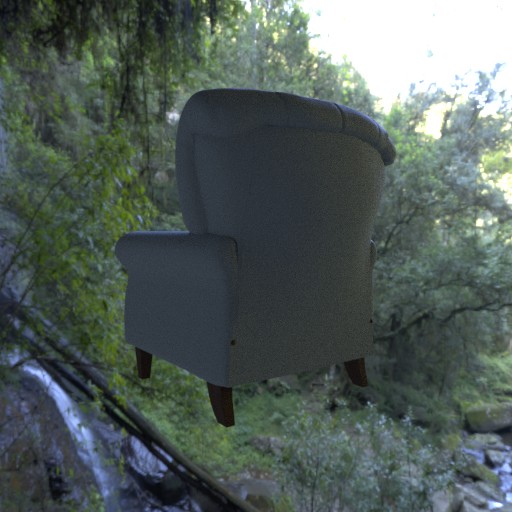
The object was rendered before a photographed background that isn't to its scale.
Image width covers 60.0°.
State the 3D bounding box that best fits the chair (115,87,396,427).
[{"bbox_3d":[0.000,0.000,2.094,1.090,1.217,1.128,-1,1,-37],"label":"chair"}]
